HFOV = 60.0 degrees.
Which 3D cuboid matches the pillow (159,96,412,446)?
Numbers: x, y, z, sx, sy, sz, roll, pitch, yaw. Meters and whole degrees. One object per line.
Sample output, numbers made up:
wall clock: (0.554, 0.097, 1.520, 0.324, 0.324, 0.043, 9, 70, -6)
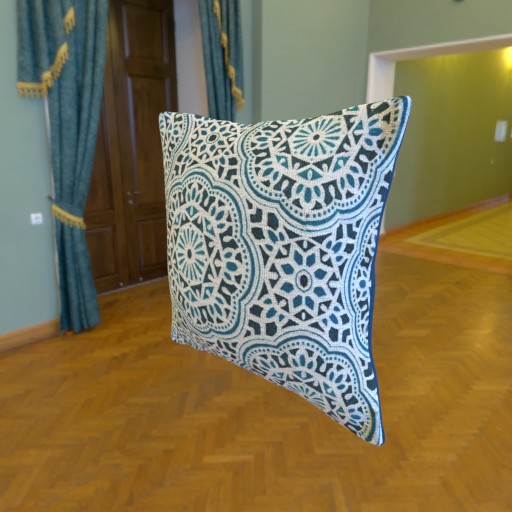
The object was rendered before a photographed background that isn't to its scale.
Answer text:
pillow: (0.000, 0.000, 0.647, 0.440, 0.420, 0.145, 14, 21, 41)
